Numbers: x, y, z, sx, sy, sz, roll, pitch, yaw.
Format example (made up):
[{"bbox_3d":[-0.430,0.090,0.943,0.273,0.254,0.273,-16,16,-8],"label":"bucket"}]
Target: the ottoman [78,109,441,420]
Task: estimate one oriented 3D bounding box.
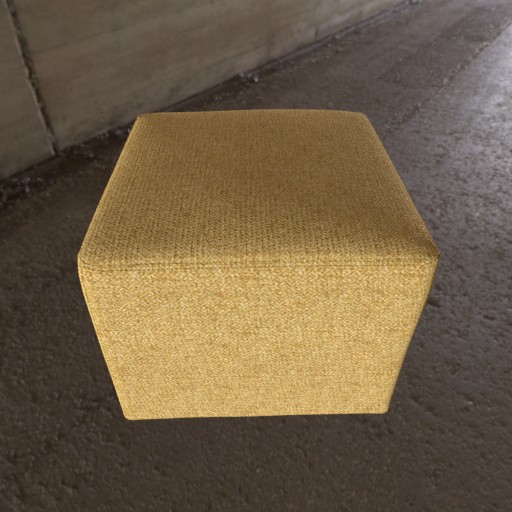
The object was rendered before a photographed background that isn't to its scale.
[{"bbox_3d":[0.000,0.000,0.898,0.505,0.441,0.512,-1,40,-1],"label":"ottoman"}]
